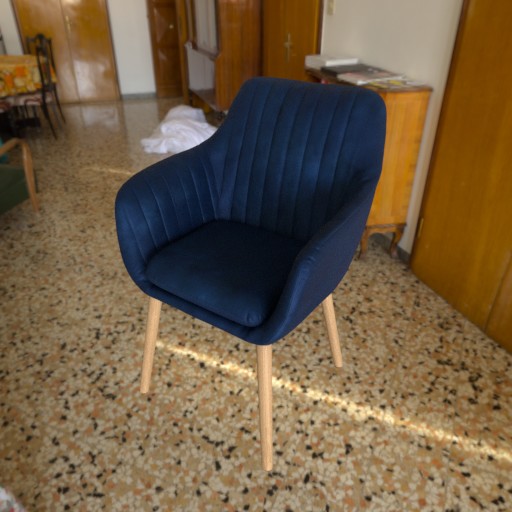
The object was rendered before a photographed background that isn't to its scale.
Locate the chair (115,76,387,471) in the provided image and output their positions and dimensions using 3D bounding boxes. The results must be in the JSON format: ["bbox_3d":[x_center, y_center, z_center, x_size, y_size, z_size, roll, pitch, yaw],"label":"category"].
[{"bbox_3d":[0.000,0.000,1.210,0.578,0.826,0.573,19,36,29],"label":"chair"}]
